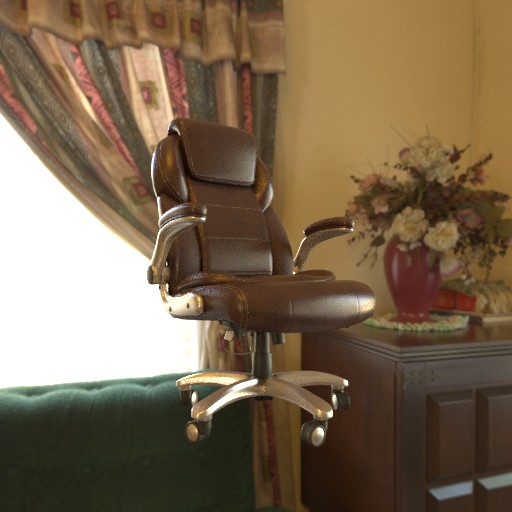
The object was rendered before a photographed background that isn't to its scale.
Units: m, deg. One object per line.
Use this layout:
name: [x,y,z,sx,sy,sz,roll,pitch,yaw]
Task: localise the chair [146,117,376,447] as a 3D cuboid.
chair: [0.000,0.000,1.661,0.733,1.160,0.774,1,-2,-36]
